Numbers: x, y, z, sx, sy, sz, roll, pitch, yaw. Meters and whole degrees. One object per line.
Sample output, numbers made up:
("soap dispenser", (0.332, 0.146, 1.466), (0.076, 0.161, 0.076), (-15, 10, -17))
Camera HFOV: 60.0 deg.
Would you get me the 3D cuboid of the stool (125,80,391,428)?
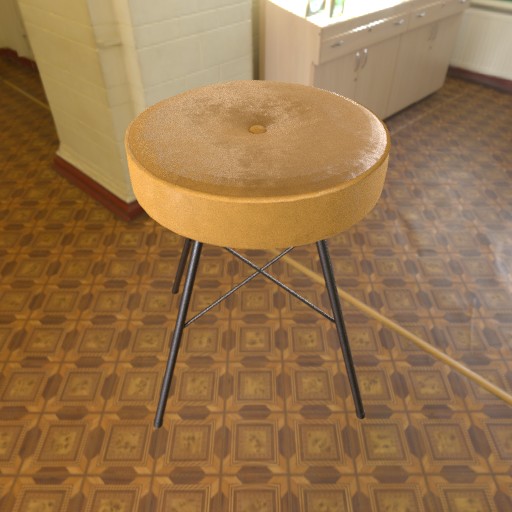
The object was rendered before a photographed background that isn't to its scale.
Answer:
("stool", (0.000, 0.000, 0.910), (0.472, 0.595, 0.438), (0, 41, 0))
